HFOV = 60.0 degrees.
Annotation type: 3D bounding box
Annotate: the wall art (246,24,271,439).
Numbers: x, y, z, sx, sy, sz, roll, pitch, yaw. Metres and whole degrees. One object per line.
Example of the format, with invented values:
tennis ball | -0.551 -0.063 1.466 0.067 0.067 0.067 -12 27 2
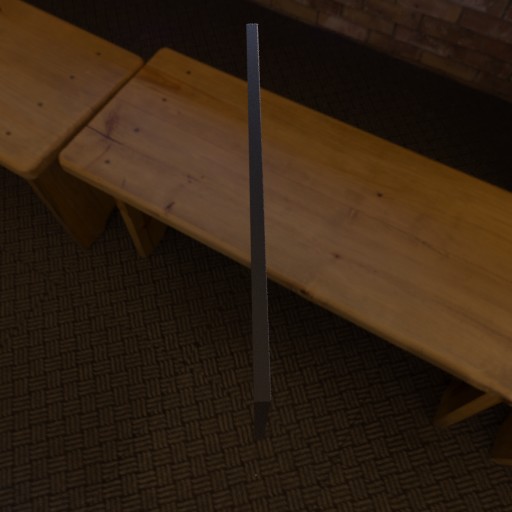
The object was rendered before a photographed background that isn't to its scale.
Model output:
wall art | 0.000 0.000 0.531 0.012 0.332 0.383 -1 64 -1
